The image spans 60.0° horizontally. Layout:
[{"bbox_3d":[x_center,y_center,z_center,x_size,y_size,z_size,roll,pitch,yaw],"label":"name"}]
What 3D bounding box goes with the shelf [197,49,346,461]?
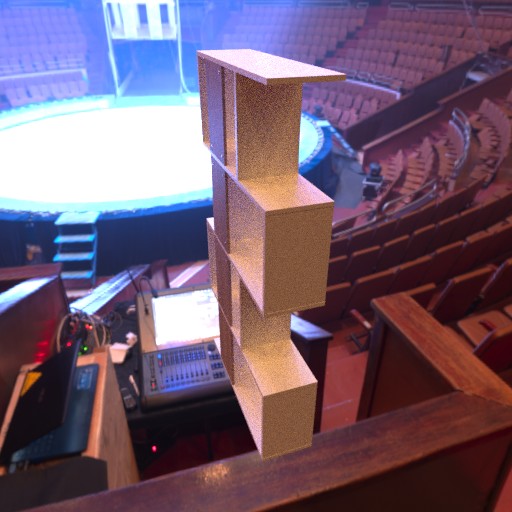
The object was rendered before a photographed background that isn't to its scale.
[{"bbox_3d":[0.000,0.000,2.031,0.250,1.650,0.890,-10,31,-17],"label":"shelf"}]
